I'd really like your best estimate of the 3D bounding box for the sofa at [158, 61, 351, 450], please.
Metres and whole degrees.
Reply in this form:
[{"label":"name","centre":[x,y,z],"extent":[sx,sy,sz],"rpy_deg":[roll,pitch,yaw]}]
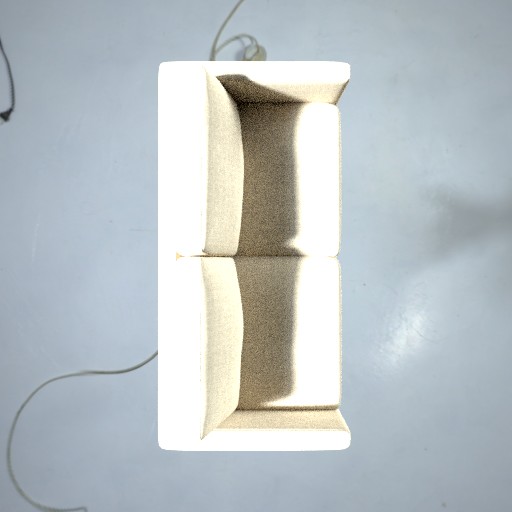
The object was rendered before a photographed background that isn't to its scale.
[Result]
[{"label":"sofa","centre":[0.000,0.000,2.392],"extent":[0.950,0.963,1.884],"rpy_deg":[0,90,0]}]
